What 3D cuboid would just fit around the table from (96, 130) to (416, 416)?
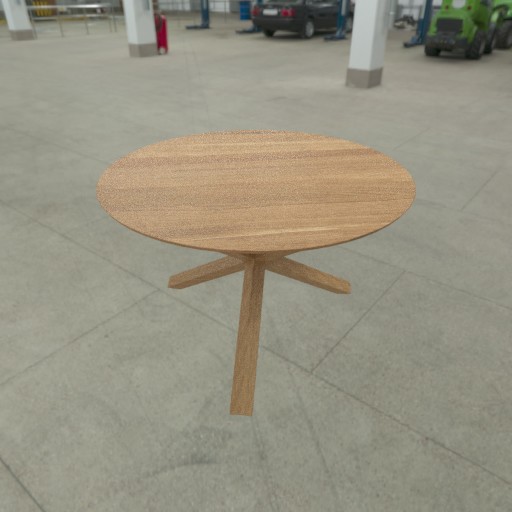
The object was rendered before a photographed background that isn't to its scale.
[{"bbox_3d":[0.000,0.000,1.679,1.038,0.666,1.038,0,32,0],"label":"table"}]
